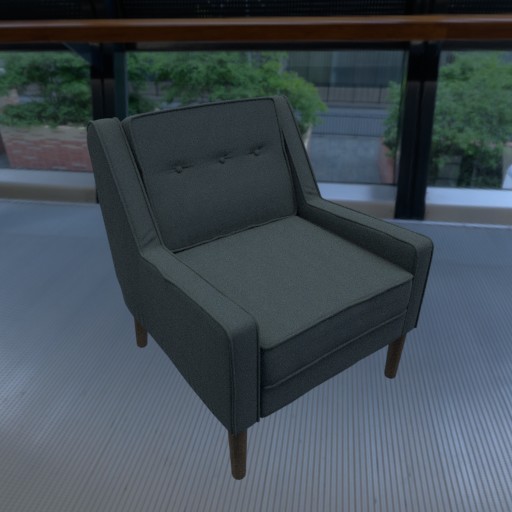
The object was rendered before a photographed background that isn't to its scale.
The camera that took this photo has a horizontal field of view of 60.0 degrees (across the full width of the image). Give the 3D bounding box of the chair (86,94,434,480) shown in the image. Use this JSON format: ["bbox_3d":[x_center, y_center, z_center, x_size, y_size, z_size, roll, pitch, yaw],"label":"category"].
[{"bbox_3d":[0.000,0.000,1.289,0.663,0.780,0.733,-20,35,-31],"label":"chair"}]
